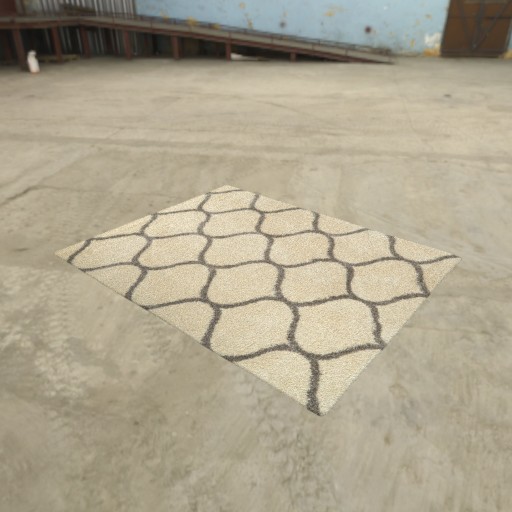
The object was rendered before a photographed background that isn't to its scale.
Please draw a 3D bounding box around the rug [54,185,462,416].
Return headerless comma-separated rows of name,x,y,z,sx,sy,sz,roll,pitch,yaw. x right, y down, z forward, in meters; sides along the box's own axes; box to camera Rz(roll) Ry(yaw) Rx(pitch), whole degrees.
rug,0.000,0.000,4.147,3.000,0.026,2.399,22,36,34
